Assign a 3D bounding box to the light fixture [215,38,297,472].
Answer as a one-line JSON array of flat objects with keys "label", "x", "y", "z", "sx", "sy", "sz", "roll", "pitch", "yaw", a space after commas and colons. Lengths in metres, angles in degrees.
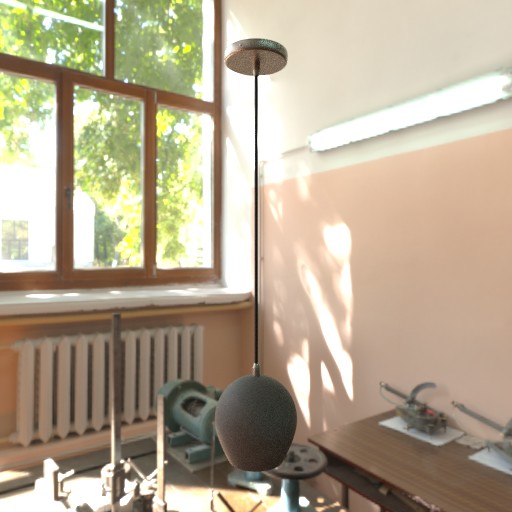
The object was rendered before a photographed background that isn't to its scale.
[{"label": "light fixture", "x": 0.000, "y": 0.000, "z": 0.830, "sx": 0.153, "sy": 0.760, "sz": 0.153, "roll": 0, "pitch": 0, "yaw": 0}]
